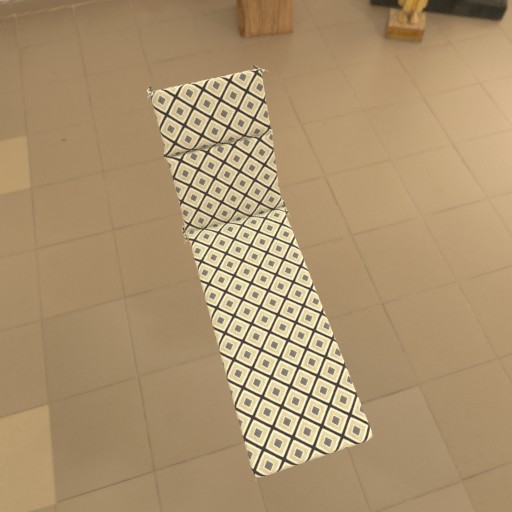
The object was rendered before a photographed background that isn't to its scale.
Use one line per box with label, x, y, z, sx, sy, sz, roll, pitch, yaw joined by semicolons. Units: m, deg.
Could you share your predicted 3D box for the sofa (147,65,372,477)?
sofa;0.000;0.000;1.934;0.582;0.622;1.663;-15;64;-8
